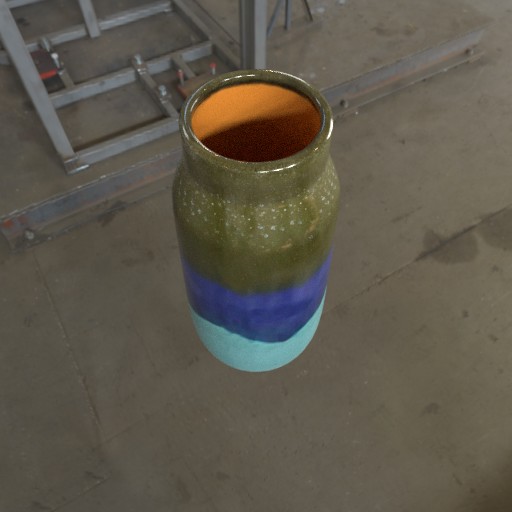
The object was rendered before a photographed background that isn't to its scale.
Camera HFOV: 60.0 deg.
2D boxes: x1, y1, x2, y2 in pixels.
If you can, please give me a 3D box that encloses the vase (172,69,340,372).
[{"bbox_3d":[0.000,0.000,0.395,0.139,0.313,0.139,0,57,0],"label":"vase"}]
